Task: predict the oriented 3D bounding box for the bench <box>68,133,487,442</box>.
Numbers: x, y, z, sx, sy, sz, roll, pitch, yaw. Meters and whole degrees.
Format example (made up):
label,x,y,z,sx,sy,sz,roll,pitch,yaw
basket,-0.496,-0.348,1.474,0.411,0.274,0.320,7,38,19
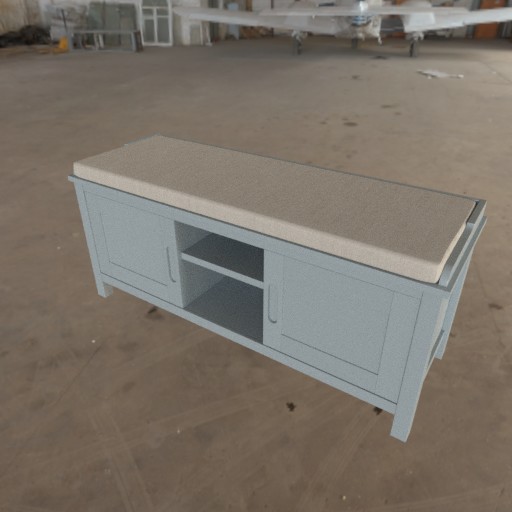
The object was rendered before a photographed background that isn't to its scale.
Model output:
label,x,y,z,sx,sy,sz,roll,pitch,yaw
bench,0.000,0.000,1.351,1.140,0.501,0.398,19,35,28
